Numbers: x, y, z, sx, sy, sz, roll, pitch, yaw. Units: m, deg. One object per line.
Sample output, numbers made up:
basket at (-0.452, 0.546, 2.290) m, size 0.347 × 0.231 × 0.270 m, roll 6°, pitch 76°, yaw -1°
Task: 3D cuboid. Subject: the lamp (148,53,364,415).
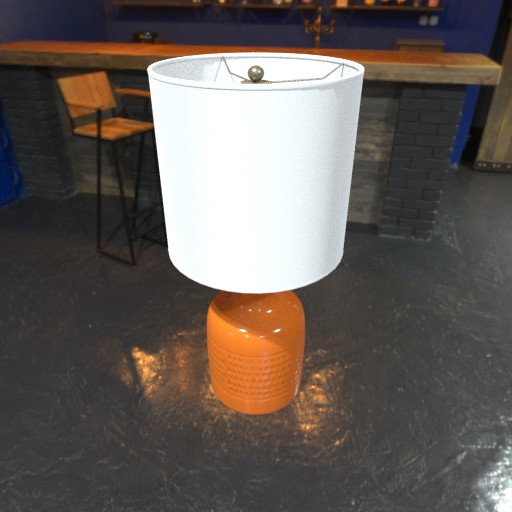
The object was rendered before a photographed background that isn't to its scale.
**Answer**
lamp at (0.000, 0.000, 1.094) m, size 0.418 × 0.871 × 0.418 m, roll 8°, pitch 32°, yaw 13°
